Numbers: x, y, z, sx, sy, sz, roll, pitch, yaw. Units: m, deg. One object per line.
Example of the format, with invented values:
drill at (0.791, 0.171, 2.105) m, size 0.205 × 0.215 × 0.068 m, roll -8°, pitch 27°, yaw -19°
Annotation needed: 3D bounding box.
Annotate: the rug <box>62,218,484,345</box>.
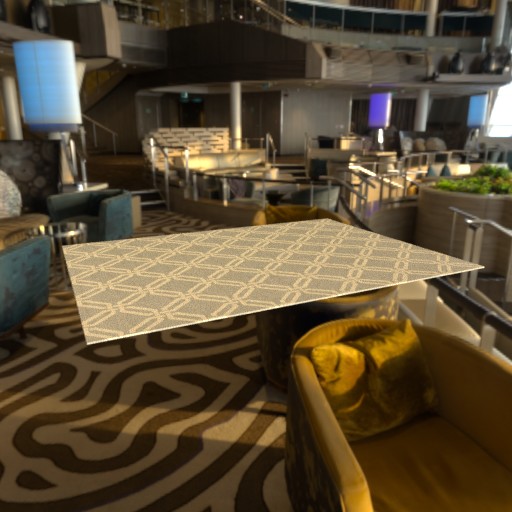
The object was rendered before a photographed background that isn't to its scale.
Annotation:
rug at (0.000, 0.000, 4.307) m, size 3.353 × 0.013 × 2.438 m, roll -8°, pitch 18°, yaw -25°
